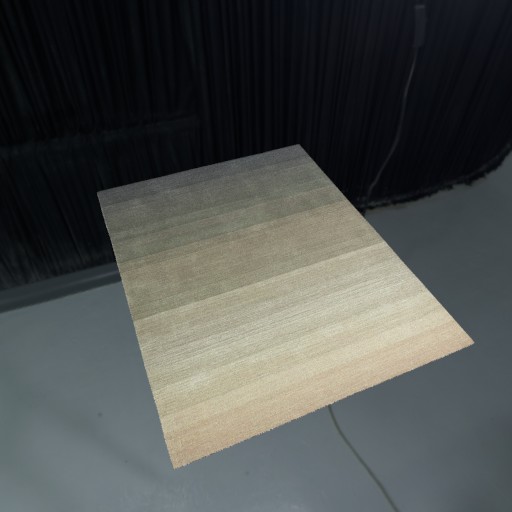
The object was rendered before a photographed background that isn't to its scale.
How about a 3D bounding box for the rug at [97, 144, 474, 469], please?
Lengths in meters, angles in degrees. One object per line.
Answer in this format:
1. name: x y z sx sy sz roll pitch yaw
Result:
1. rug: 0.000 0.000 3.928 2.315 0.015 2.932 -17 49 -16
